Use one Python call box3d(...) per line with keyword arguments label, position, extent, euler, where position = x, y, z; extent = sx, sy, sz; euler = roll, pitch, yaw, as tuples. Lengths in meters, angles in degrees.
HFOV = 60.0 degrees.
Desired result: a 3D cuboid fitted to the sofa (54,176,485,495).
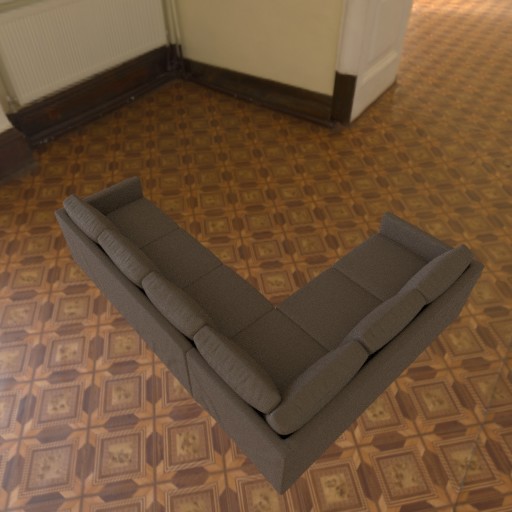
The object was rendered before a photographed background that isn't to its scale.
box3d(label="sofa", position=(0.000, 0.000, 4.214), extent=(2.432, 0.871, 3.182), euler=(-33, 53, -28))
